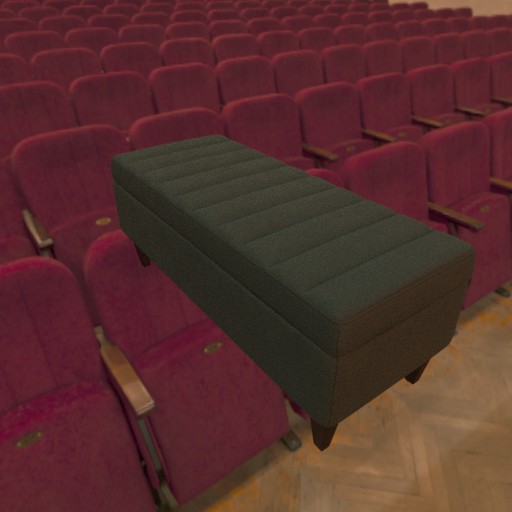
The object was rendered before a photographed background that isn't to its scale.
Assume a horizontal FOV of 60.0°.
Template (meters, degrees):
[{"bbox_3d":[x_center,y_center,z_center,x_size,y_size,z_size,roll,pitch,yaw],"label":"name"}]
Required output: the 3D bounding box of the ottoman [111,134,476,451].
[{"bbox_3d":[0.000,0.000,1.419,0.482,0.469,1.151,-21,38,-30],"label":"ottoman"}]
